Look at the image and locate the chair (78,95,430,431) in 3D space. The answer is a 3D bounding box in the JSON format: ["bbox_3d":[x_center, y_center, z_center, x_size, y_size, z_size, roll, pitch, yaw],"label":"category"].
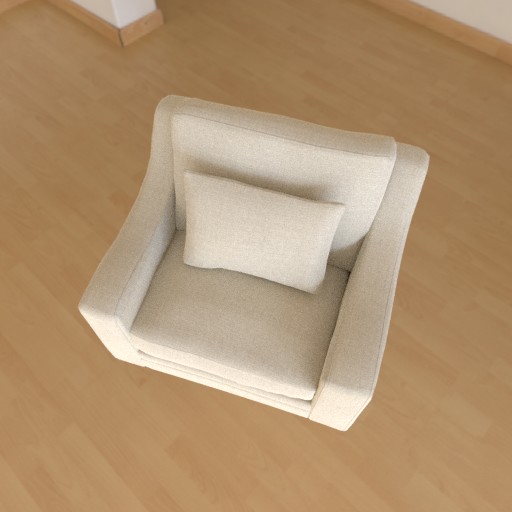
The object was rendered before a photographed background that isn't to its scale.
[{"bbox_3d":[0.000,0.000,1.927,1.178,1.016,1.009,15,59,9],"label":"chair"}]
